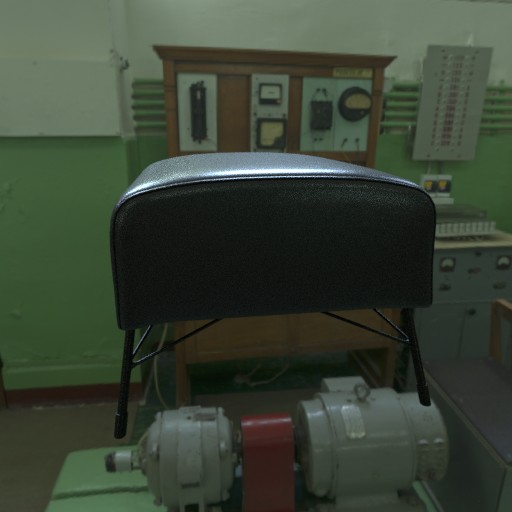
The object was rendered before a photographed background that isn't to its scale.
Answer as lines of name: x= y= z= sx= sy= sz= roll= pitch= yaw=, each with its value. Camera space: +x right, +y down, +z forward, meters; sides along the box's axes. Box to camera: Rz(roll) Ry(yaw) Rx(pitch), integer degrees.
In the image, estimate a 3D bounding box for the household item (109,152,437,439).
household item: x=0.000 y=0.000 z=0.914 sx=0.530 sy=0.410 sz=0.530 roll=-3 pitch=16 yaw=-9
